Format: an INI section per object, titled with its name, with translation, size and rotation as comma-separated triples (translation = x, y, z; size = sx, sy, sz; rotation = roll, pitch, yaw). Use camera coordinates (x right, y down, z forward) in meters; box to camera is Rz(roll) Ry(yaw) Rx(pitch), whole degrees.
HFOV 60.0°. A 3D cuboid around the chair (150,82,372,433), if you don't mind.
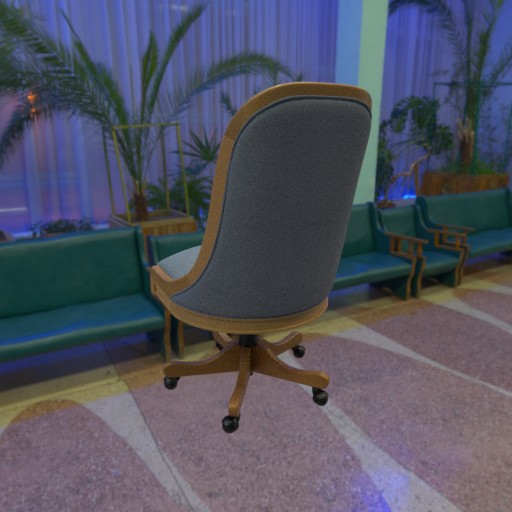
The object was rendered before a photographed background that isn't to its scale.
[chair]
translation = 0.000, 0.000, 1.497
size = 0.605, 1.031, 0.735
rotation = -8, 17, -27
